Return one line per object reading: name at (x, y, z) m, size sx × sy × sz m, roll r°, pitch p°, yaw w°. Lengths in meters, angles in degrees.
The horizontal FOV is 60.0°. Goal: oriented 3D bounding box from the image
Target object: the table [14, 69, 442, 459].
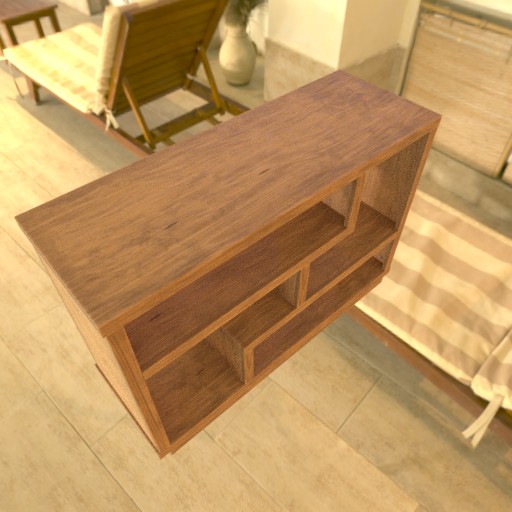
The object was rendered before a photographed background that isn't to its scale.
table at (0.000, 0.000, 1.474) m, size 1.151 × 0.771 × 0.410 m, roll -33°, pitch 56°, yaw -26°
